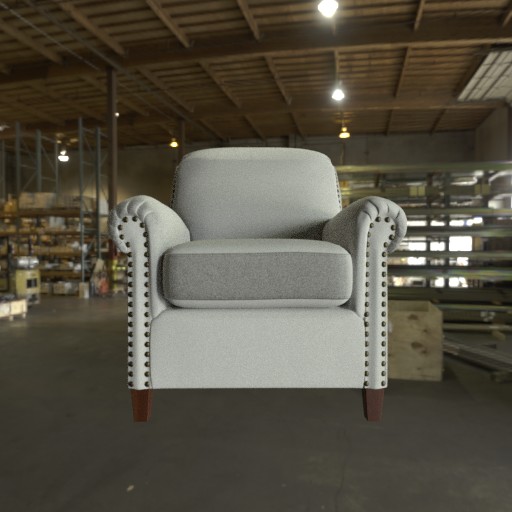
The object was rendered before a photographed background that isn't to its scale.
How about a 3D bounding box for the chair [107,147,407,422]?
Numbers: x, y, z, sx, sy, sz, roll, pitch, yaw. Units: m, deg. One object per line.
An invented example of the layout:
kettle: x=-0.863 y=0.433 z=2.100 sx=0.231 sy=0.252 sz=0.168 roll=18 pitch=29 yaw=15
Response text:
chair: x=0.000 y=0.000 z=1.628 sx=0.854 sy=0.927 sz=0.890 roll=0 pitch=1 yaw=0
